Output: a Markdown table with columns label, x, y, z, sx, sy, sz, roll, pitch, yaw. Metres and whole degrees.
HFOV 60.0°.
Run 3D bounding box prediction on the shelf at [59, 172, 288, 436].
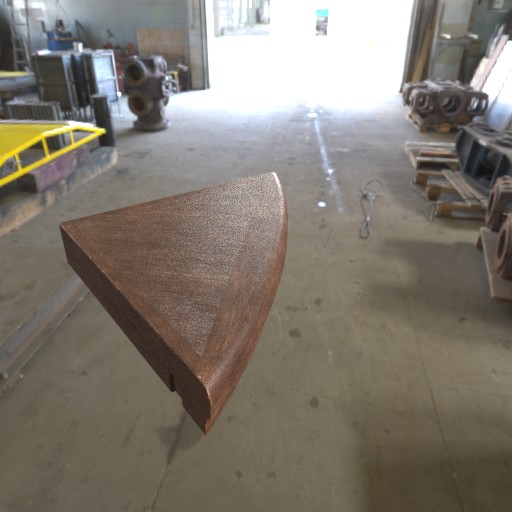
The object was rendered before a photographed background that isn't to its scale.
| label | x | y | z | sx | sy | sz | roll | pitch | yaw |
| --- | --- | --- | --- | --- | --- | --- | --- | --- | --- |
| shelf | 0.000 | 0.000 | 0.471 | 0.310 | 0.050 | 0.310 | -20 | 34 | -32 |
